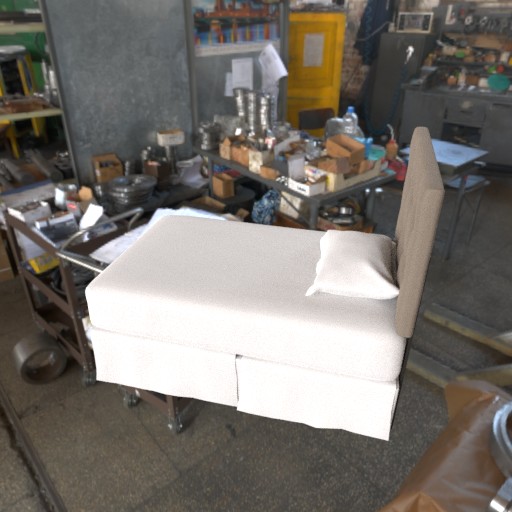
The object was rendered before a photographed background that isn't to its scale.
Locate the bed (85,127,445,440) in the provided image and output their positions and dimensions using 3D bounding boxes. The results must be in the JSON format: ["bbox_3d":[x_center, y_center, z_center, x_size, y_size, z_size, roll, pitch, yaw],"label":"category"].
[{"bbox_3d":[0.000,0.000,2.955,1.997,1.571,1.261,8,31,13],"label":"bed"}]
